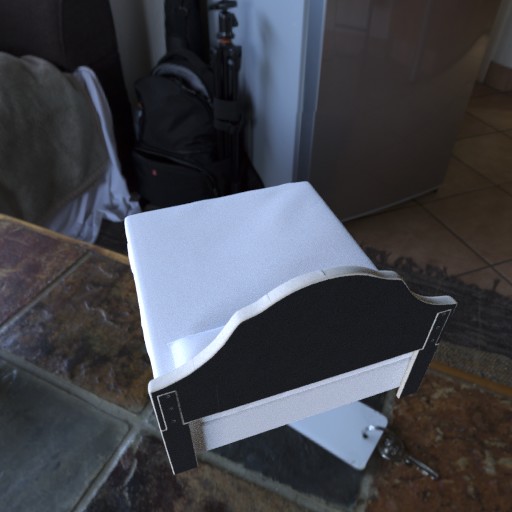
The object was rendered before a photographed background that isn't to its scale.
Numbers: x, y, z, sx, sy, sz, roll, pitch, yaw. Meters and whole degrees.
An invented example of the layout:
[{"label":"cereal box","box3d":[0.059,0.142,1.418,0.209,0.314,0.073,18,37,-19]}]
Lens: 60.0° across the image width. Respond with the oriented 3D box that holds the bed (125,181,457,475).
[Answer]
[{"label":"bed","box3d":[0.000,0.000,3.524,2.008,1.615,2.214,-13,44,-14]}]
